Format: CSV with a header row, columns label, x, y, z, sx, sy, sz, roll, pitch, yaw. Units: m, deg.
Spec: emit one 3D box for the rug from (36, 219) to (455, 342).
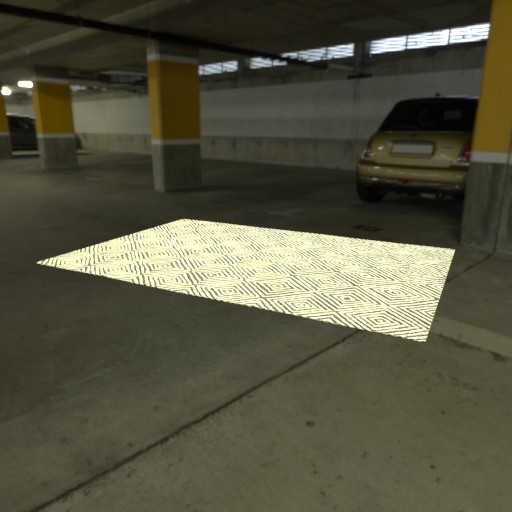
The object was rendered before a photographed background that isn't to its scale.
label,x,y,z,sx,sy,sz,roll,pitch,yaw
rug,0.000,0.000,2.215,1.750,0.004,1.177,8,18,26
